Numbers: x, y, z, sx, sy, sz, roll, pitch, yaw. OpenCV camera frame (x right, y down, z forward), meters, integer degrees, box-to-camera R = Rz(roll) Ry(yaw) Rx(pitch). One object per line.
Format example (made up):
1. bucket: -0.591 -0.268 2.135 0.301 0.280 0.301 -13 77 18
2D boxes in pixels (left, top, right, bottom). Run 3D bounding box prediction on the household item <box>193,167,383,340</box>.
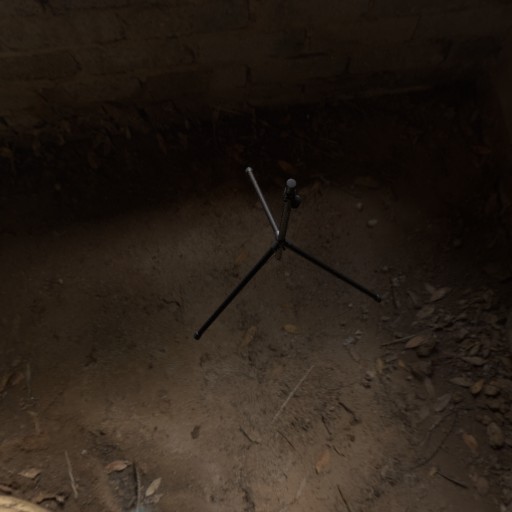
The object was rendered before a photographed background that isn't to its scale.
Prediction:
1. household item: 0.000 0.000 2.873 1.339 1.595 1.596 -41 78 -10
